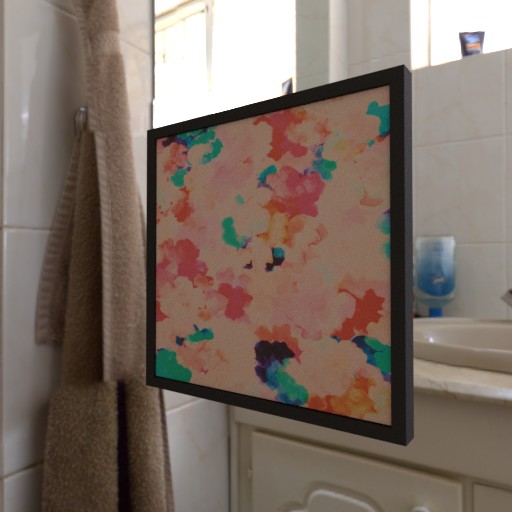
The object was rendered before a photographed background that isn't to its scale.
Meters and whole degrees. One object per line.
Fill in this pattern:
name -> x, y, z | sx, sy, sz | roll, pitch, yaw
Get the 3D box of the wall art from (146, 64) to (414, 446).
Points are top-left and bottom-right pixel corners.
wall art -> 0.000, 0.000, 0.744 | 0.506, 0.503, 0.036 | -1, -1, 35
